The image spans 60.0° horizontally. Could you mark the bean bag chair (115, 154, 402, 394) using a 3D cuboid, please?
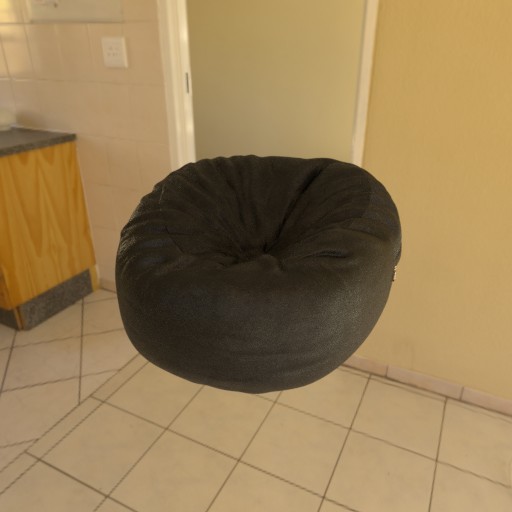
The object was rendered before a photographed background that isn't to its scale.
[{"bbox_3d":[0.000,0.000,2.454,1.524,0.878,1.524,7,27,15],"label":"bean bag chair"}]
